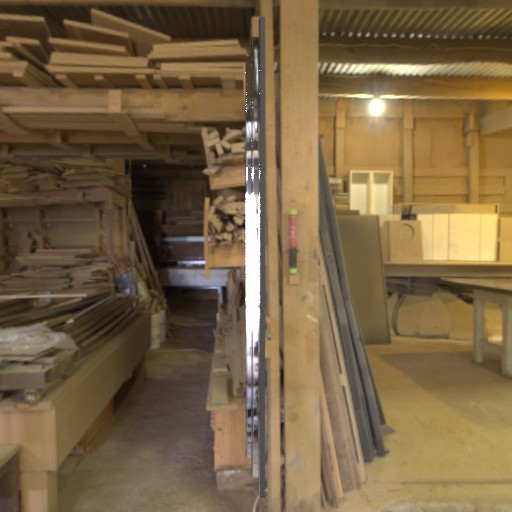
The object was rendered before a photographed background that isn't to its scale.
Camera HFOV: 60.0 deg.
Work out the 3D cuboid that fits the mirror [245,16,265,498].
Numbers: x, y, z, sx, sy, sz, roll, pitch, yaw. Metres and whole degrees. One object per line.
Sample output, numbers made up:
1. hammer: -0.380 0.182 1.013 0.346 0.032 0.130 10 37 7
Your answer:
1. mirror: 0.000 0.000 1.147 0.039 0.914 0.613 0 2 0
